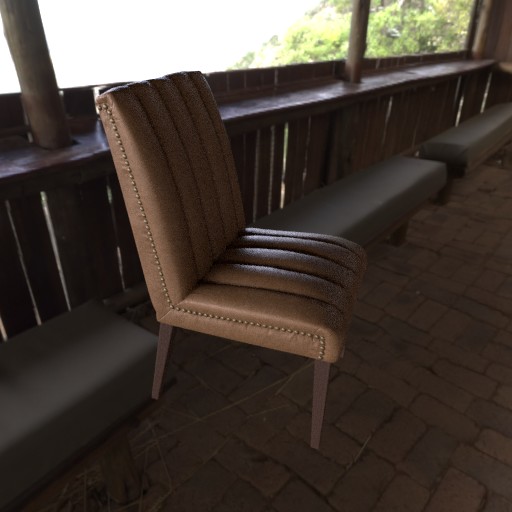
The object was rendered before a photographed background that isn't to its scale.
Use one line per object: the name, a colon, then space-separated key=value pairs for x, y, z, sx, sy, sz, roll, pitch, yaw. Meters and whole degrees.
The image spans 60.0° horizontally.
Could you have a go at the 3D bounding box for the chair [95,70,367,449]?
chair: x=0.000 y=0.000 z=1.378 sx=0.647 sy=1.016 sz=0.511 roll=10 pitch=31 yaw=17
